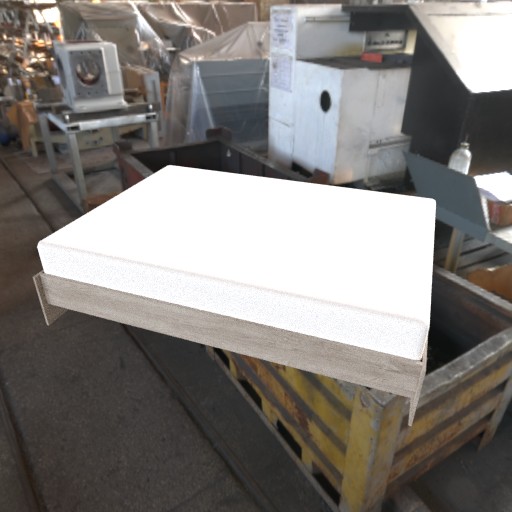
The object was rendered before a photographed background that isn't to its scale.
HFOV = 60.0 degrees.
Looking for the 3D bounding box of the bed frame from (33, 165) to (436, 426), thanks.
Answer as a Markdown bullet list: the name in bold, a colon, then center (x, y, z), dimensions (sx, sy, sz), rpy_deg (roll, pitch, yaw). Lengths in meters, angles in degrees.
- **bed frame**: center (0.000, 0.000, 2.636), dimensions (1.945, 0.497, 1.445), rpy_deg (11, 32, 18)
